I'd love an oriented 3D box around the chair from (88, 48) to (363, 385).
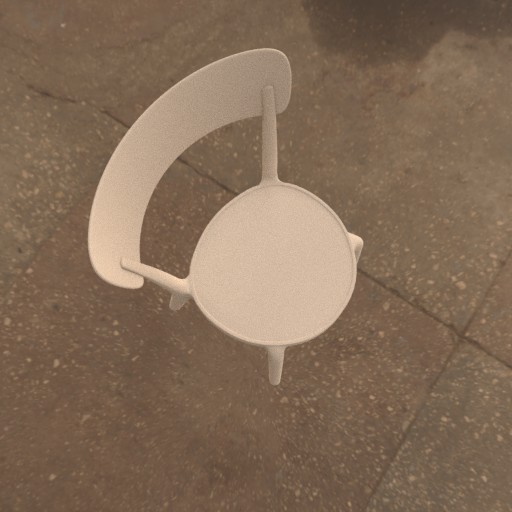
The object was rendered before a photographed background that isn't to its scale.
[{"bbox_3d":[0.000,0.000,1.097,0.491,0.790,0.506,35,78,9],"label":"chair"}]
